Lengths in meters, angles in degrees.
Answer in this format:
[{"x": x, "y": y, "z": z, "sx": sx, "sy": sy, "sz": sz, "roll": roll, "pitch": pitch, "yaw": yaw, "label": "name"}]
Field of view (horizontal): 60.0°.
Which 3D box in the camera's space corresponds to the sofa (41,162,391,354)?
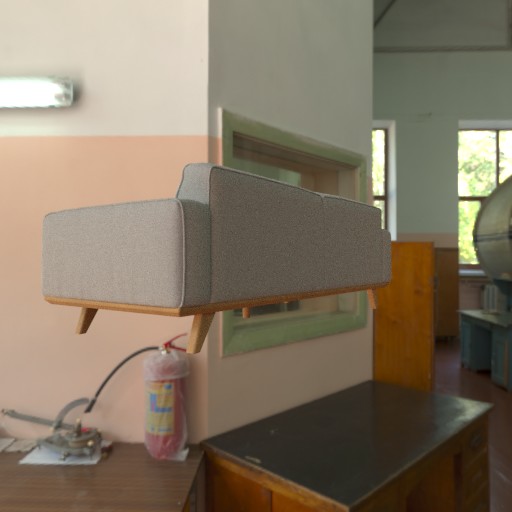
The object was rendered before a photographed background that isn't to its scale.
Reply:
[{"x": 0.000, "y": 0.000, "z": 2.762, "sx": 0.956, "sy": 0.781, "sz": 2.270, "roll": 0, "pitch": 0, "yaw": 36, "label": "sofa"}]
